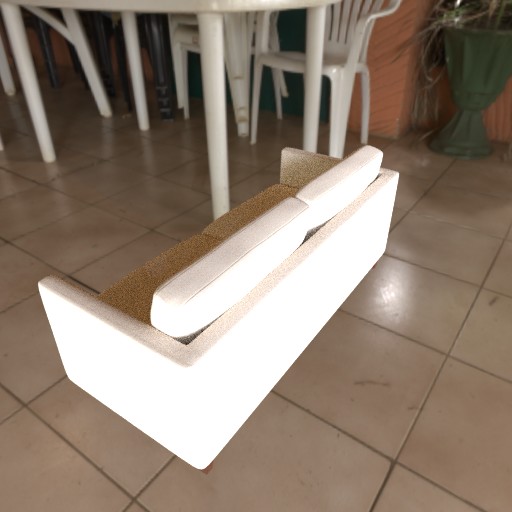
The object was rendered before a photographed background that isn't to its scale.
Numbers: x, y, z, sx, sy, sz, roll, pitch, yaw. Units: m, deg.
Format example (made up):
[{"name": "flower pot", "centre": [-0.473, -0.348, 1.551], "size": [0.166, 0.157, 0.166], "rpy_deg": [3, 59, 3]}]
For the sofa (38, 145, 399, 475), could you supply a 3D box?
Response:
[{"name": "sofa", "centre": [0.000, 0.000, 2.591], "size": [0.924, 0.933, 2.139], "rpy_deg": [21, 38, 28]}]
